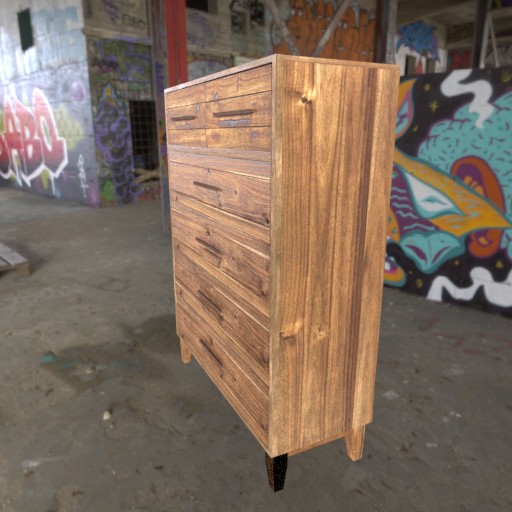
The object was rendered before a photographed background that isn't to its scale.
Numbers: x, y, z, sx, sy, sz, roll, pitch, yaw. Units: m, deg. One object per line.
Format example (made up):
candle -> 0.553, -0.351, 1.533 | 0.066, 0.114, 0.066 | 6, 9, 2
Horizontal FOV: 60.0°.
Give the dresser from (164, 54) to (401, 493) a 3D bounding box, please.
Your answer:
dresser -> 0.000, 0.000, 1.875 | 0.442, 1.393, 1.062 | -8, 17, -26
